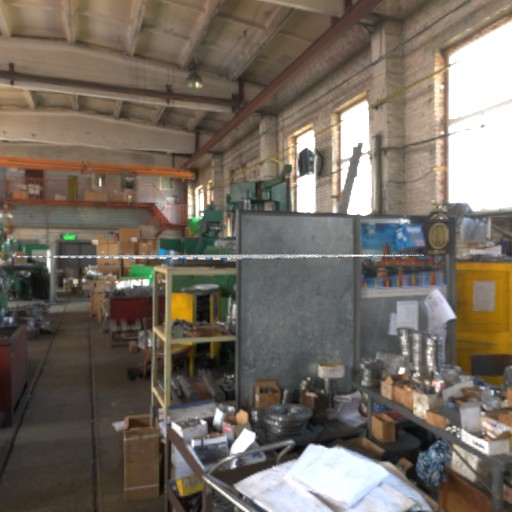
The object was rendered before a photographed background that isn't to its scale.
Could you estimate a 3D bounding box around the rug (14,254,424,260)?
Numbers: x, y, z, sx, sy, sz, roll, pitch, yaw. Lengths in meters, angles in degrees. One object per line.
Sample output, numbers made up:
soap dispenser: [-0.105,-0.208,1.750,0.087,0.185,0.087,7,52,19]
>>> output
rug: [0.000,0.000,2.977,1.531,0.008,2.439,0,0,36]
